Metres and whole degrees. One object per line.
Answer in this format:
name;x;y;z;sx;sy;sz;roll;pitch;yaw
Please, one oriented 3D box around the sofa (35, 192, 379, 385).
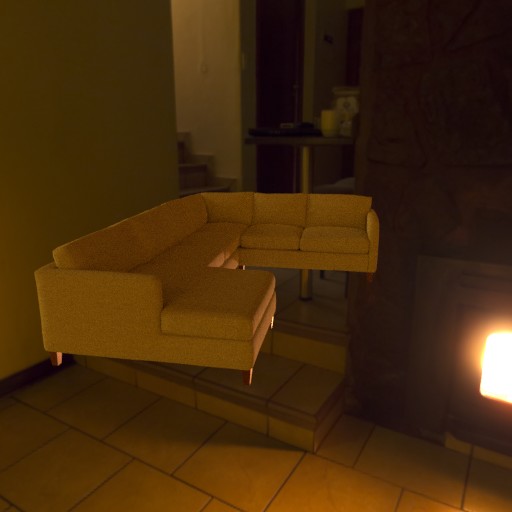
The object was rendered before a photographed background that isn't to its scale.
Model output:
sofa;0.000;0.000;4.575;2.594;0.961;3.460;3;15;10
